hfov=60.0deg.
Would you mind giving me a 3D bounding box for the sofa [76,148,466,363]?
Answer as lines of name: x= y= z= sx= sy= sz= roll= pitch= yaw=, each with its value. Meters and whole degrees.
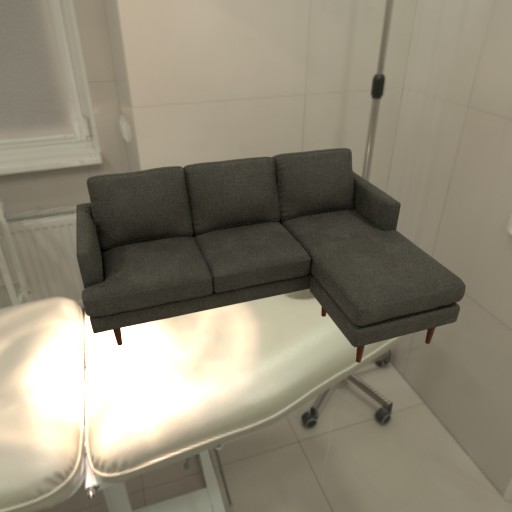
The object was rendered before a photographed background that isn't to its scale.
sofa: x=0.000 y=0.000 z=2.985 sx=2.233 sy=0.956 sz=1.504 roll=-10 pitch=32 yaw=-16
